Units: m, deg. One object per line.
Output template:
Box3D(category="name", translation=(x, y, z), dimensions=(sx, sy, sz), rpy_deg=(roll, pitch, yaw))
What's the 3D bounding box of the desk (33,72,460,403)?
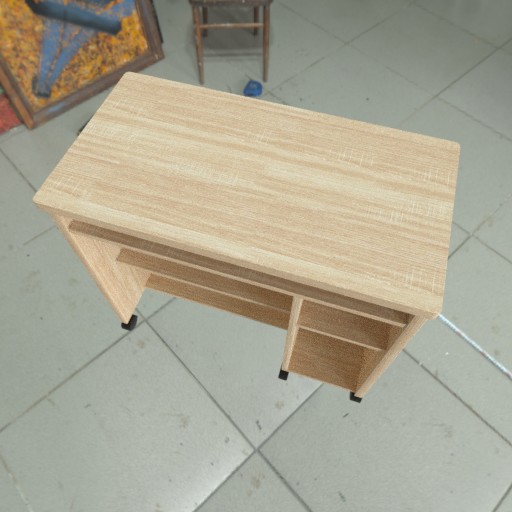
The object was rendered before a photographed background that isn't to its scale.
Box3D(category="desk", translation=(0.000, 0.000, 1.348), dimensions=(0.884, 0.770, 0.480), rpy_deg=(15, 60, 9))
